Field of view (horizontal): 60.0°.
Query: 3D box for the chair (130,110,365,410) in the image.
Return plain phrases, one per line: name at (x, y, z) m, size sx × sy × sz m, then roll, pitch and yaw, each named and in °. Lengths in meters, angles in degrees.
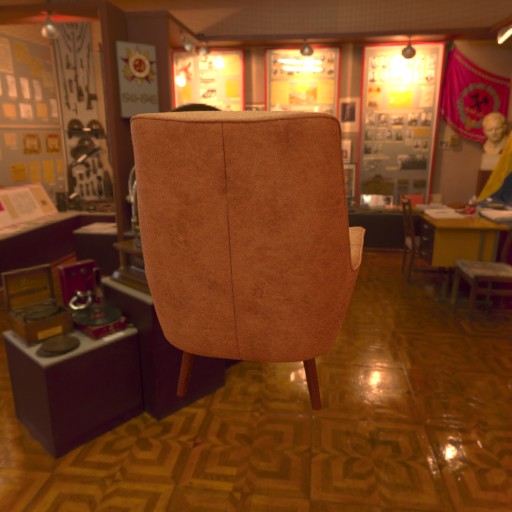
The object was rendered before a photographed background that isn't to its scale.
chair at (0.000, 0.000, 1.471) m, size 0.753 × 0.883 × 0.851 m, roll 3°, pitch 15°, yaw 10°
